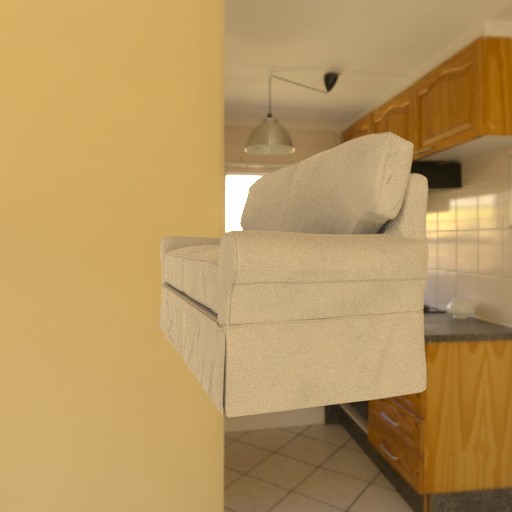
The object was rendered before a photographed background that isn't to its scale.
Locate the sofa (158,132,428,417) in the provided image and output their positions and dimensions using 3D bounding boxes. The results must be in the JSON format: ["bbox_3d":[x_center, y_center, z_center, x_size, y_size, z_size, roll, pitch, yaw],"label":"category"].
[{"bbox_3d":[0.000,0.000,2.357,0.841,1.024,1.823,-1,2,-19],"label":"sofa"}]
